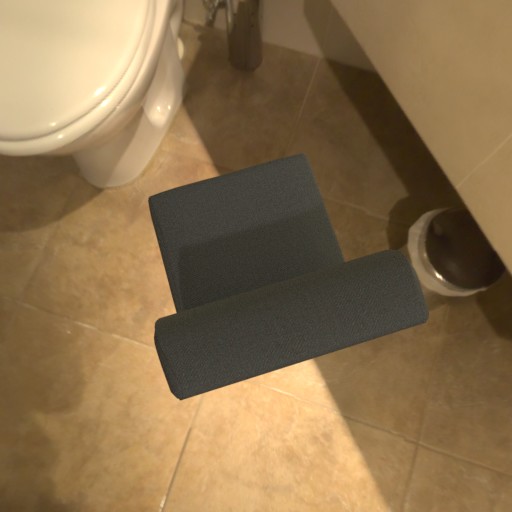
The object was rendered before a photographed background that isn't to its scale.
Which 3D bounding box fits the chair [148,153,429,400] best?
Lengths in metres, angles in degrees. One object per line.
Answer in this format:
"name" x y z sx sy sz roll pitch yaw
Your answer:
"chair" 0.000 0.000 1.174 0.513 0.804 0.592 -18 76 -5
